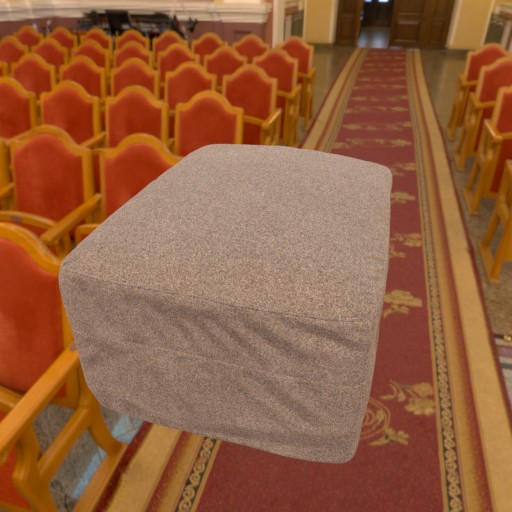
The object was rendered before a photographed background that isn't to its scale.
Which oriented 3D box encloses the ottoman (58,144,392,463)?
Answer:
[{"bbox_3d":[0.000,0.000,1.228,0.683,0.481,0.837,8,33,13],"label":"ottoman"}]
